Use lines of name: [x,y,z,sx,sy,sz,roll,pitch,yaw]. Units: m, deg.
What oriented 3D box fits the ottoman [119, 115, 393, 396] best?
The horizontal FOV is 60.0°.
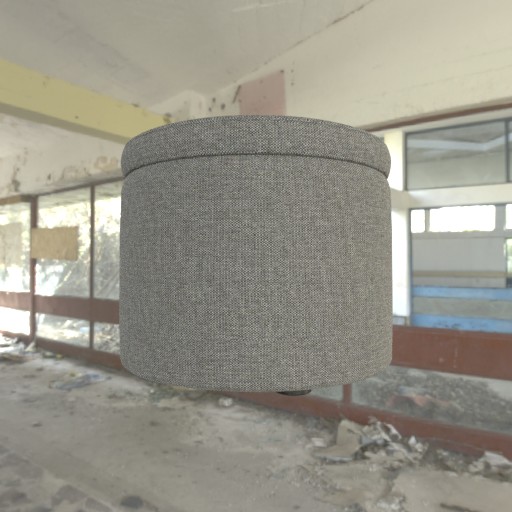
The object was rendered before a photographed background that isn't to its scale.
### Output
ottoman: [0.000,0.000,0.884,0.520,0.430,0.520,0,-1,0]
